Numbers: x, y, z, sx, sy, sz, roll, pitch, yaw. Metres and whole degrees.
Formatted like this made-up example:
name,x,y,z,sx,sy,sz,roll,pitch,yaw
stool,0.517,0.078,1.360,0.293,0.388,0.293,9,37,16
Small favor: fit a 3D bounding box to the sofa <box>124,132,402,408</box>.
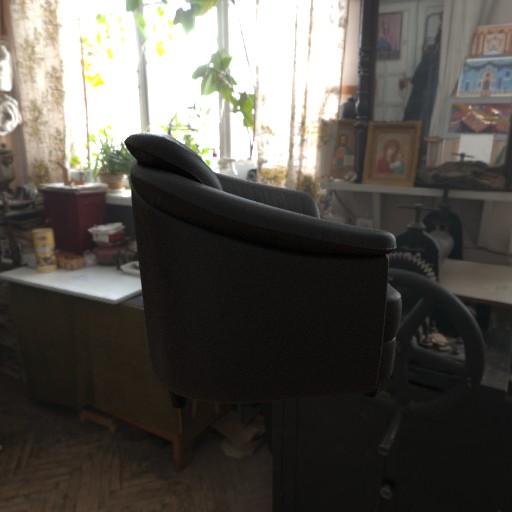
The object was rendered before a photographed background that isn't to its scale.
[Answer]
name,x,y,z,sx,sy,sz,roll,pitch,yaw
sofa,0.000,0.000,1.512,0.794,0.811,0.870,-3,16,-9
